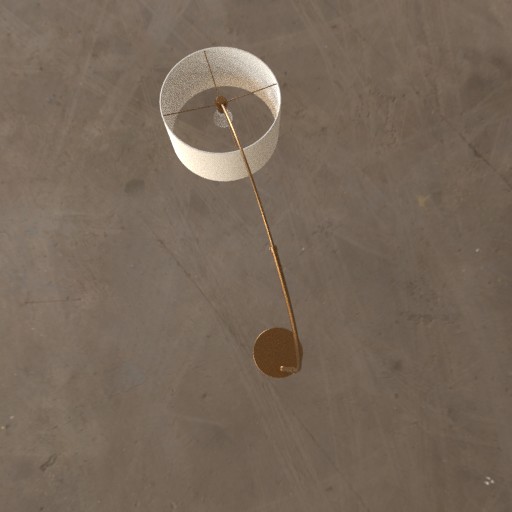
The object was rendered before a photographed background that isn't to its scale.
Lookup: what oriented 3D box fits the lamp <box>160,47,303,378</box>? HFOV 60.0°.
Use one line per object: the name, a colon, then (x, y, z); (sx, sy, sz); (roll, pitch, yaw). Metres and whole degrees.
lamp: (0.000, 0.000, 2.504); (0.493, 1.927, 1.434); (-17, 77, -4)
